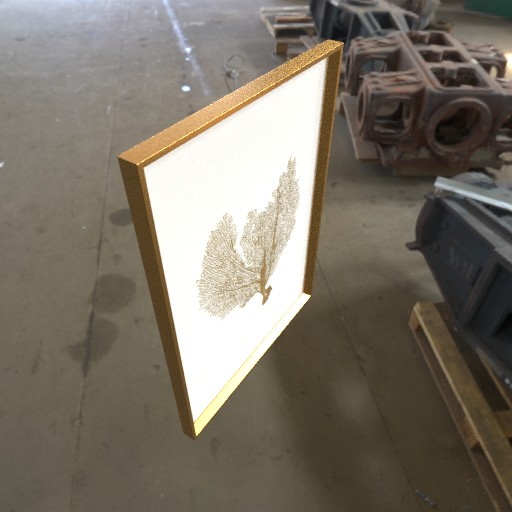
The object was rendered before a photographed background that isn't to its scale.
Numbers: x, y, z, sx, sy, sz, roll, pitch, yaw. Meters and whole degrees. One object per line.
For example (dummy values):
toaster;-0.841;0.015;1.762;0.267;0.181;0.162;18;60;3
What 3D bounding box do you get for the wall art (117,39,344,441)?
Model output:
wall art;0.000;0.000;1.056;0.038;0.812;0.610;25;48;25
